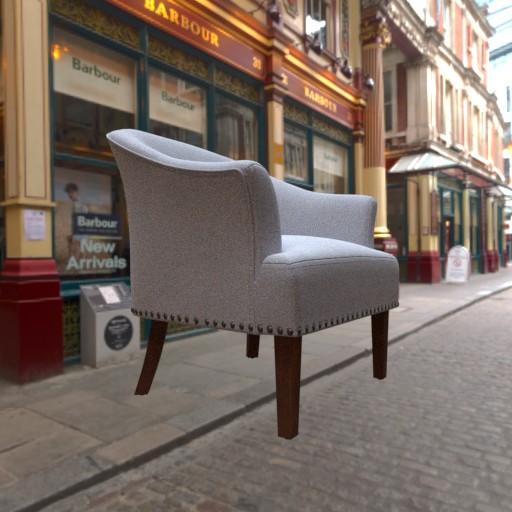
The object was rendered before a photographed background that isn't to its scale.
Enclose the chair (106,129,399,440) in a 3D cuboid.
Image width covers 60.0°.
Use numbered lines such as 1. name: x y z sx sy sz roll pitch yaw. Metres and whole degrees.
1. chair: 0.000 0.000 1.407 0.704 0.815 0.798 0 0 36
